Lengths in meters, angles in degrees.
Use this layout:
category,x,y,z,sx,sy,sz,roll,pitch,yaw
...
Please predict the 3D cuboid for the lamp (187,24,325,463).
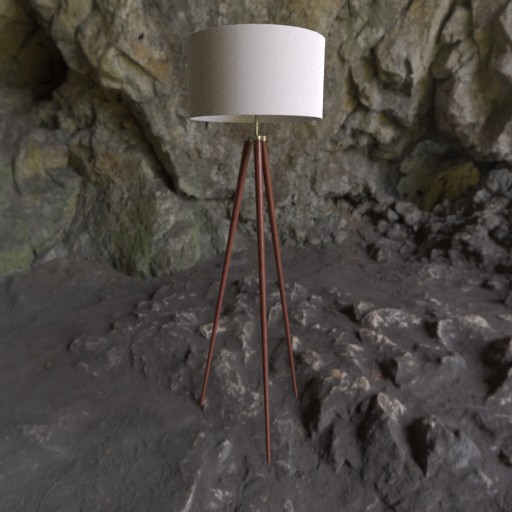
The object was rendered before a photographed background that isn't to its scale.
category,x,y,z,sx,sy,sz,roll,pitch,yaw
lamp,0.000,0.000,1.750,0.483,1.553,0.483,-2,14,-8
